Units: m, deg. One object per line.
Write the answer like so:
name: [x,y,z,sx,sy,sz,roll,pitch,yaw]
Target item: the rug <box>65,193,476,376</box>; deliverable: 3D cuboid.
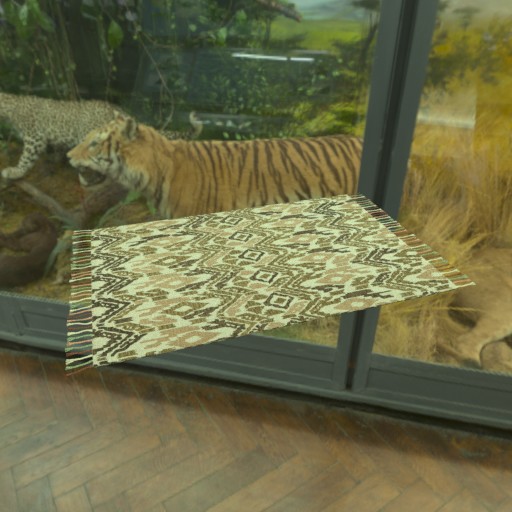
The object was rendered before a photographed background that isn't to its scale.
rug: [0.000,0.000,3.058,2.438,0.008,1.524,-10,33,-15]
